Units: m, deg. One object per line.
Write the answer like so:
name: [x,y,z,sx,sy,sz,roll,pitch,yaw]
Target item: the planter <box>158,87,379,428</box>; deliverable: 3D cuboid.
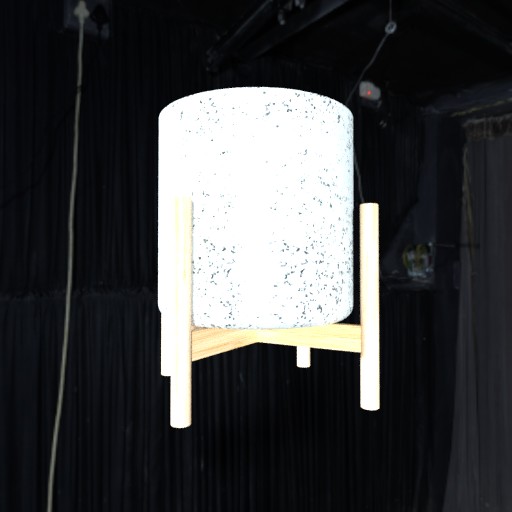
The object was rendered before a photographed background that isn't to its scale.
planter: [0.000,0.000,0.704,0.360,0.419,0.360,1,-1,-37]
